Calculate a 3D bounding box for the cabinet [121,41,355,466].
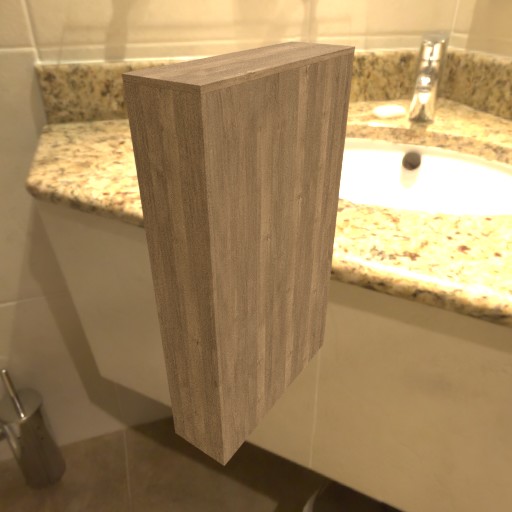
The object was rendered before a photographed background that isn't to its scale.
[{"bbox_3d":[0.000,0.000,1.551,0.250,1.280,0.750,20,37,29],"label":"cabinet"}]
